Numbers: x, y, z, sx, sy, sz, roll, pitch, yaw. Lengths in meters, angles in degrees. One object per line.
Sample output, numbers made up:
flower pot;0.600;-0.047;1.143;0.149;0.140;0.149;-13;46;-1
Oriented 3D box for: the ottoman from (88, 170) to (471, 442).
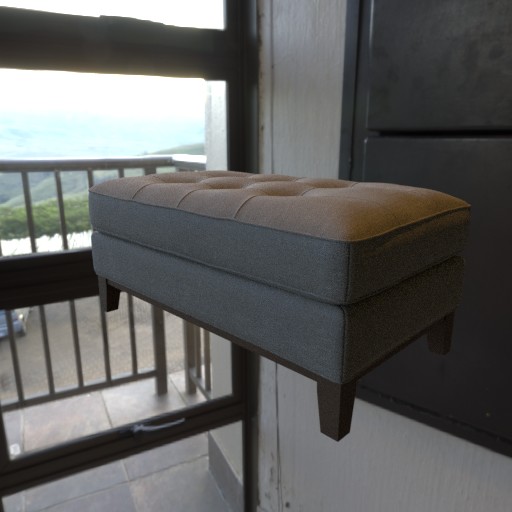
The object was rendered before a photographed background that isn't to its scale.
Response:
ottoman;0.000;0.000;1.469;1.143;0.514;0.648;14;21;43
